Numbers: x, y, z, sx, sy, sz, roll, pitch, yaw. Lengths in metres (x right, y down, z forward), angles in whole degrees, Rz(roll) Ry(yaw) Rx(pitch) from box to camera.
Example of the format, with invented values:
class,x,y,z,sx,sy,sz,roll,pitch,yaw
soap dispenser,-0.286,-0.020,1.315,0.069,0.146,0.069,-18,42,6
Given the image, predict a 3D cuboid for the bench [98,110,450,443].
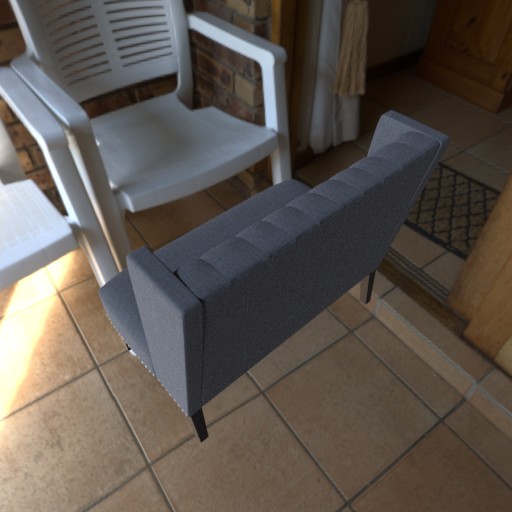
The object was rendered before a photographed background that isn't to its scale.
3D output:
class,x,y,z,sx,sy,sz,roll,pitch,yaw
bench,0.000,0.000,2.027,1.276,1.121,0.842,-33,55,-27
